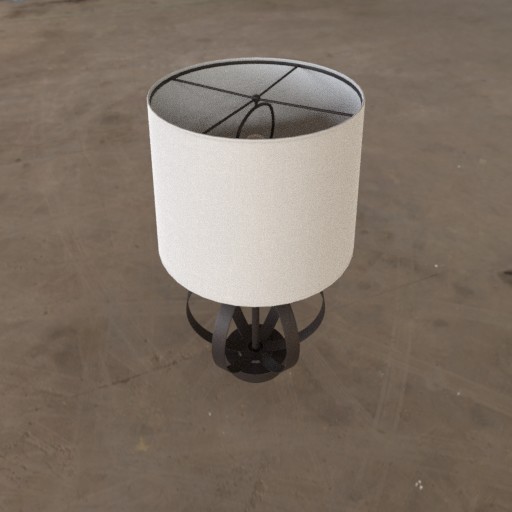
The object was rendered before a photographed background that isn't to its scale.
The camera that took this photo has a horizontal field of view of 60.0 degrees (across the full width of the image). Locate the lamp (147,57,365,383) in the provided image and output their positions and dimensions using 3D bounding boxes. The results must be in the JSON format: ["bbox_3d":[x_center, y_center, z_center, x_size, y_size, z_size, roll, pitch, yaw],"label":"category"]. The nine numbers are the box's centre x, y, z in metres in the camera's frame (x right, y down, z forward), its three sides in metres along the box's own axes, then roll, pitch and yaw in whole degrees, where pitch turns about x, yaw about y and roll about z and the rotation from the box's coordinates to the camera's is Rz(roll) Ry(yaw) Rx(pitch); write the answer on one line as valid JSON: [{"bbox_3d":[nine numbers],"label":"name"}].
[{"bbox_3d":[0.000,0.000,0.686,0.286,0.510,0.286,0,41,0],"label":"lamp"}]
